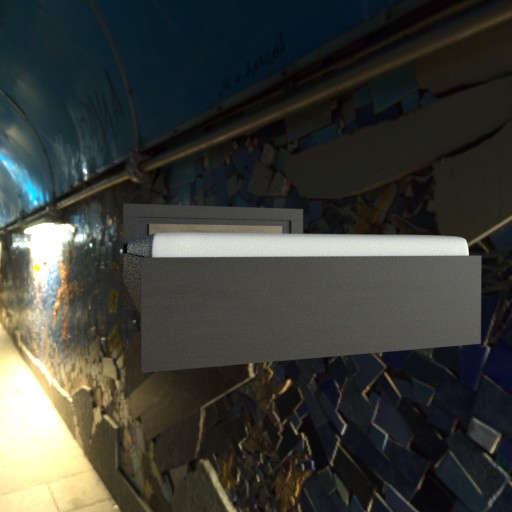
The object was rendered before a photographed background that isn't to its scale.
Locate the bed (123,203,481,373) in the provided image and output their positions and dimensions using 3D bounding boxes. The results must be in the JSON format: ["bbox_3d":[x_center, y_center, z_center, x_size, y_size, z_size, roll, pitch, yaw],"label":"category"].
[{"bbox_3d":[0.000,0.000,2.857,1.585,0.823,2.073,0,1,-19],"label":"bed"}]
